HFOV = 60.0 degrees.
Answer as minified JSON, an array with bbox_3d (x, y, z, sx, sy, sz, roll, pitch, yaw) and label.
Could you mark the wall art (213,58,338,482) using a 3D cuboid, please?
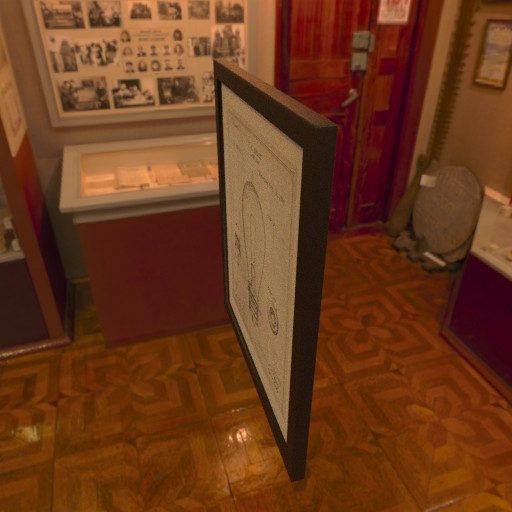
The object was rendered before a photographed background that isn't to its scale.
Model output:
[{"bbox_3d":[0.000,0.000,0.685,0.021,0.509,0.430,-9,32,-14],"label":"wall art"}]
